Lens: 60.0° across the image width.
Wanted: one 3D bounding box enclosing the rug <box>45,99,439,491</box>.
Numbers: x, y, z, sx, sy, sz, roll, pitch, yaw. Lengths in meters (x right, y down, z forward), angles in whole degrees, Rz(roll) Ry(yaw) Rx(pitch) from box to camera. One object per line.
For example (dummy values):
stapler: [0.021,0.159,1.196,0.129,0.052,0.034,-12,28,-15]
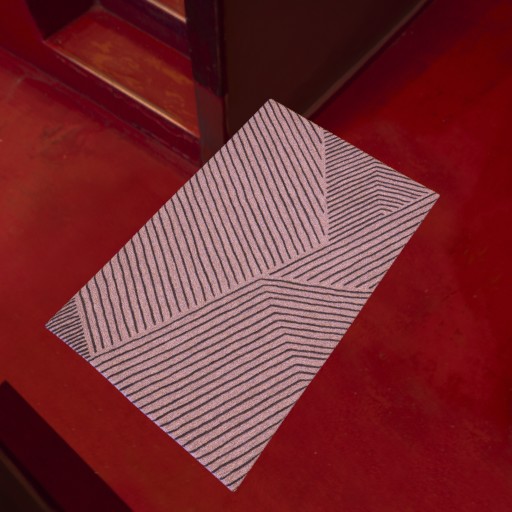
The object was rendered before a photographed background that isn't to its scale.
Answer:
rug: [0.000,0.000,3.012,1.539,0.023,2.406,35,69,15]
